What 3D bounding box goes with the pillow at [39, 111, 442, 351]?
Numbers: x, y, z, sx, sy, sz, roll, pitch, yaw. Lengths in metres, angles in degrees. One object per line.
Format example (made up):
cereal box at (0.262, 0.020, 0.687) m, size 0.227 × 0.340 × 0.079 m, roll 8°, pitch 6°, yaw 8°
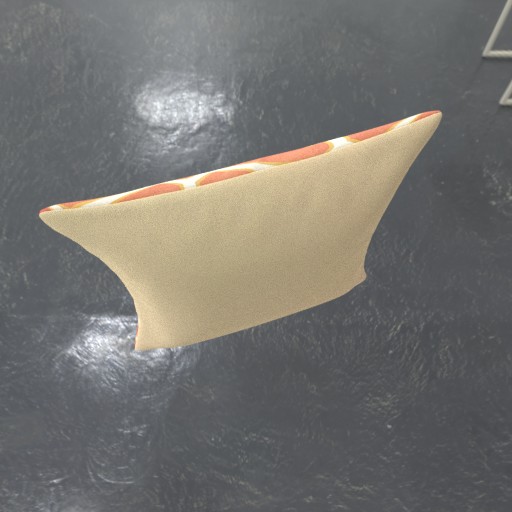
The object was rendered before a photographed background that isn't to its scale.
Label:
pillow at (0.000, 0.000, 0.792) m, size 0.552 × 0.508 × 0.166 m, roll -16°, pitch 60°, yaw -10°
